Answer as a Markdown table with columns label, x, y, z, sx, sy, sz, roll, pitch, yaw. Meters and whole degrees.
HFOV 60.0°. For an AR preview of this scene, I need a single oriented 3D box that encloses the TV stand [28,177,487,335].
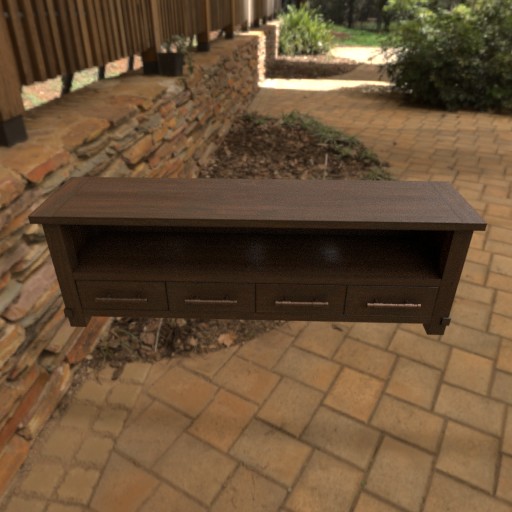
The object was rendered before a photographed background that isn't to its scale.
| label | x | y | z | sx | sy | sz | roll | pitch | yaw |
| --- | --- | --- | --- | --- | --- | --- | --- | --- | --- |
| TV stand | 0.000 | 0.000 | 2.148 | 1.866 | 0.615 | 0.471 | 1 | 31 | 2 |
